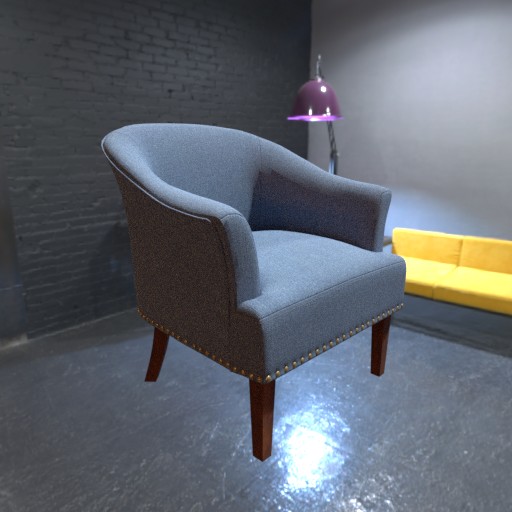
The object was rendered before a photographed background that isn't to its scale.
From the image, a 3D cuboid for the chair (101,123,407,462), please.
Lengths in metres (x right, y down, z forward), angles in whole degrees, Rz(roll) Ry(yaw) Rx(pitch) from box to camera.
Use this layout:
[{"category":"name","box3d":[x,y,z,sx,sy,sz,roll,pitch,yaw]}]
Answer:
[{"category":"chair","box3d":[0.000,0.000,1.396,0.704,0.815,0.772,14,20,42]}]
